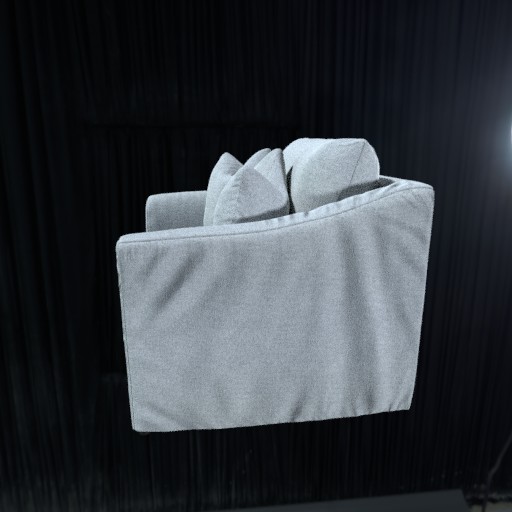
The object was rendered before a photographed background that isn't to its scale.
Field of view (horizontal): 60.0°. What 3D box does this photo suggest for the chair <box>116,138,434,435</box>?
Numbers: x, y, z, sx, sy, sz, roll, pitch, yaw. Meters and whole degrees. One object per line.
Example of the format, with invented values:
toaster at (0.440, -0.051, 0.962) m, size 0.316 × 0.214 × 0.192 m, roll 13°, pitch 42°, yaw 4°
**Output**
chair at (0.000, 0.000, 2.049) m, size 1.071 × 1.059 × 1.194 m, roll -2°, pitch 15°, yaw -8°
